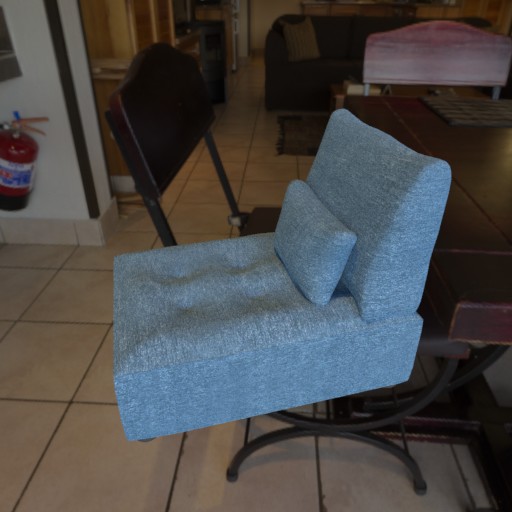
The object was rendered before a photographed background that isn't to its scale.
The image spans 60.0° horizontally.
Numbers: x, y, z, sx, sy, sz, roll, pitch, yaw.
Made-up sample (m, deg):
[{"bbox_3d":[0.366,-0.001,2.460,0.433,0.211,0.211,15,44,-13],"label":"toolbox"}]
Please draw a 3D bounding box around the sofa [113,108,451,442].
[{"bbox_3d":[0.000,0.000,1.547,1.000,0.820,0.700,-8,31,-13],"label":"sofa"}]
